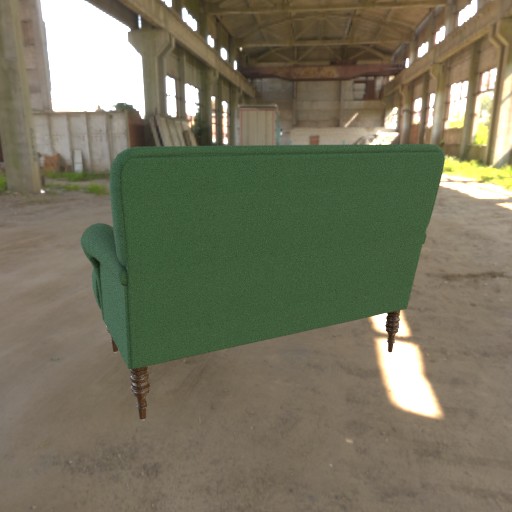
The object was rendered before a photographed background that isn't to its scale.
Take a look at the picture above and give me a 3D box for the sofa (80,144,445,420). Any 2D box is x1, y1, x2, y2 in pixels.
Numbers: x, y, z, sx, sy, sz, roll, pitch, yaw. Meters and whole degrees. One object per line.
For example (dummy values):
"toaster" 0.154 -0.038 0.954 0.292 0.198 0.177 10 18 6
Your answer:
"sofa" 0.000 0.000 1.808 1.297 0.889 0.779 -7 17 -25
